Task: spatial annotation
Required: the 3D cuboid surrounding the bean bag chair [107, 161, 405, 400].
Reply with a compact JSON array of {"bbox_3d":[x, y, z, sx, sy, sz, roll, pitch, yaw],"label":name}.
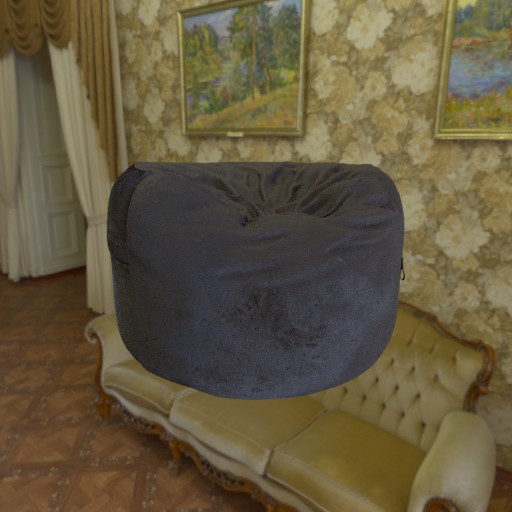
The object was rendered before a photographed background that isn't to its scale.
[{"bbox_3d":[0.000,0.000,1.456,0.918,0.605,0.918,0,14,0],"label":"bean bag chair"}]
